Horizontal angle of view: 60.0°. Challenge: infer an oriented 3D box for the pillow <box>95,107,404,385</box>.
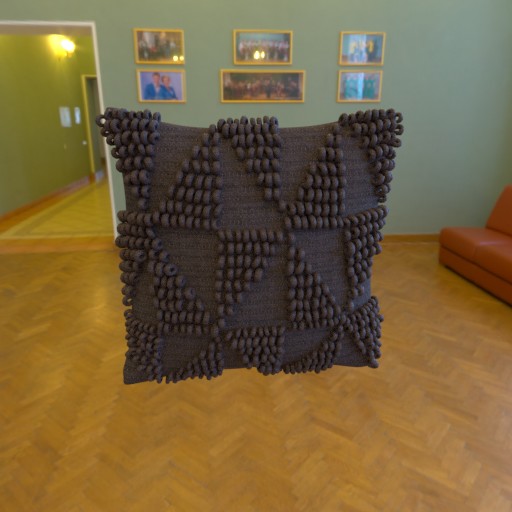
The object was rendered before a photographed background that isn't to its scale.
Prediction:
[{"bbox_3d":[0.000,0.000,0.735,0.470,0.467,0.172,-2,18,-7],"label":"pillow"}]
